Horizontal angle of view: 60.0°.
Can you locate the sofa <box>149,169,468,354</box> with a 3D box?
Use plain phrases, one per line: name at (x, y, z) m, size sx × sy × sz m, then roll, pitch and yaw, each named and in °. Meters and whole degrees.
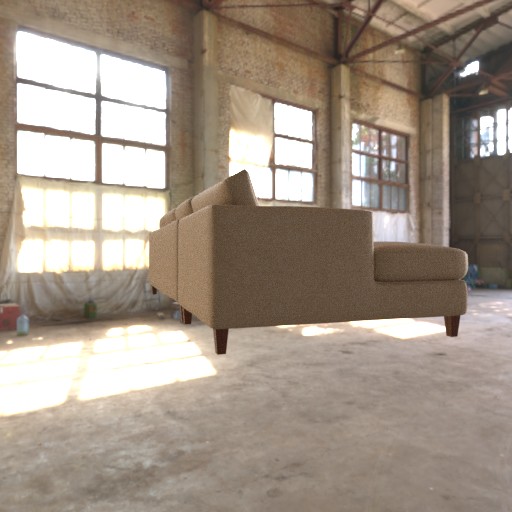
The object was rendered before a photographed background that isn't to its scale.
sofa at (0.000, 0.000, 3.711) m, size 1.502 × 0.876 × 3.201 m, roll 0°, pitch 1°, yaw -19°
